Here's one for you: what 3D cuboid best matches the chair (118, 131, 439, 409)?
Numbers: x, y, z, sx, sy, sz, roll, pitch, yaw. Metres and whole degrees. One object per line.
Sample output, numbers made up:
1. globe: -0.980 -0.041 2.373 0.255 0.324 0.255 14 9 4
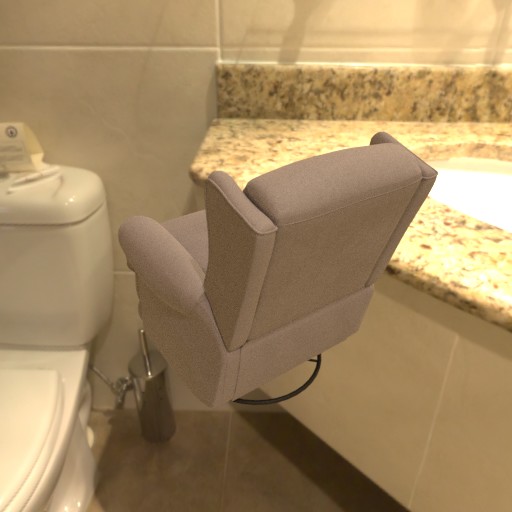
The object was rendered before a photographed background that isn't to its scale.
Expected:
1. chair: 0.000 0.000 1.707 0.847 1.011 0.969 -20 37 -29
